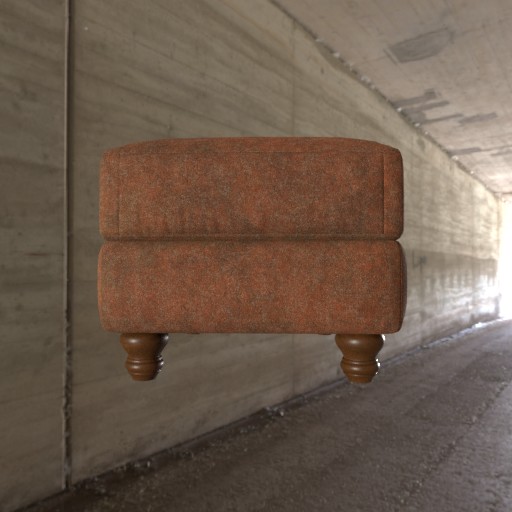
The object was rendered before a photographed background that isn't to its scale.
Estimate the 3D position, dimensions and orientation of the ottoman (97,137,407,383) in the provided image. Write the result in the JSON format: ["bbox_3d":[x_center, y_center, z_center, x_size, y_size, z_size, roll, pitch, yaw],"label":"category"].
[{"bbox_3d":[0.000,0.000,1.191,0.635,0.508,0.787,0,-1,2],"label":"ottoman"}]
